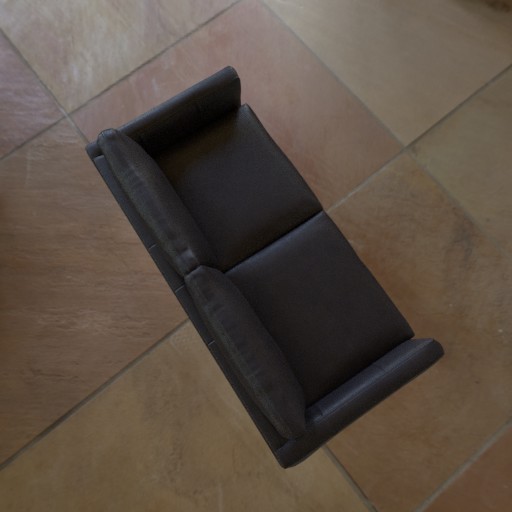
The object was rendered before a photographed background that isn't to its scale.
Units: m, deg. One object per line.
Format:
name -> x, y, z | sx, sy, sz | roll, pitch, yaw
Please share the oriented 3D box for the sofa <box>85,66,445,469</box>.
sofa -> 0.000, 0.000, 2.284 | 0.947, 0.883, 1.805 | -35, 79, -8
